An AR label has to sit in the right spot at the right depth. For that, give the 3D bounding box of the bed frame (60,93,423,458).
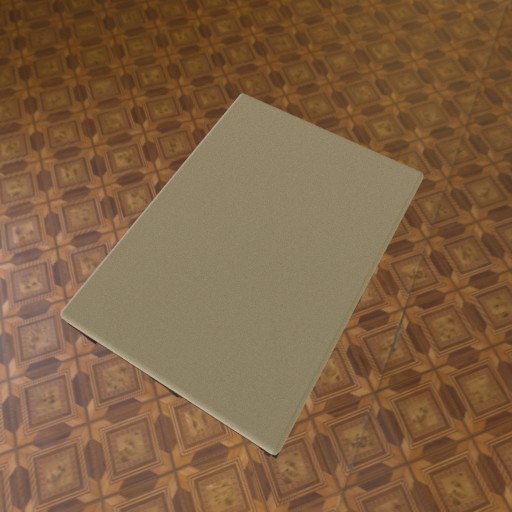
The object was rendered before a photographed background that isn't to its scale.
[{"bbox_3d":[0.000,0.000,3.868,2.205,0.680,2.842,35,69,16],"label":"bed frame"}]
